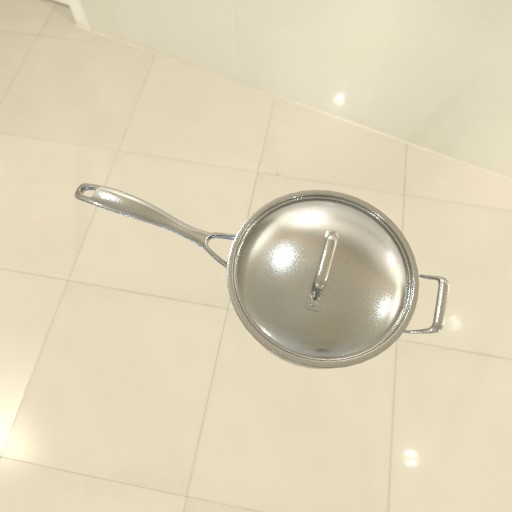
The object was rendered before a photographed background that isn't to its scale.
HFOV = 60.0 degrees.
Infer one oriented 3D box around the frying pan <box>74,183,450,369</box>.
[{"bbox_3d":[0.000,0.000,0.589,0.492,0.111,0.245,16,66,7],"label":"frying pan"}]
